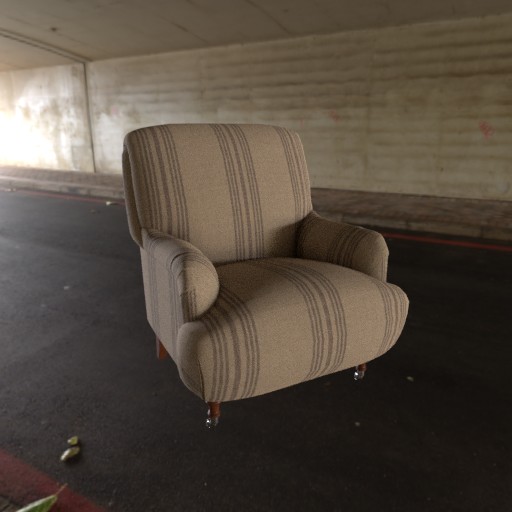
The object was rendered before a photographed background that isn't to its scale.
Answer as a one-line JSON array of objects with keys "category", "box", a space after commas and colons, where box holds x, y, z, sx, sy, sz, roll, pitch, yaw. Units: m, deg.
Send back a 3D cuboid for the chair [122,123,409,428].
[{"category": "chair", "box": [0.000, 0.000, 1.633, 0.813, 0.940, 0.914, -8, 18, -27]}]
